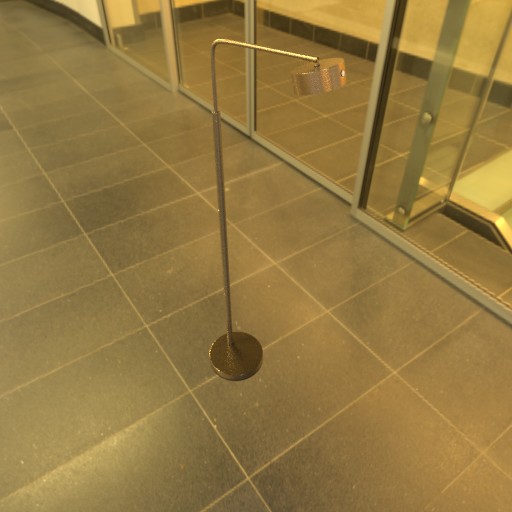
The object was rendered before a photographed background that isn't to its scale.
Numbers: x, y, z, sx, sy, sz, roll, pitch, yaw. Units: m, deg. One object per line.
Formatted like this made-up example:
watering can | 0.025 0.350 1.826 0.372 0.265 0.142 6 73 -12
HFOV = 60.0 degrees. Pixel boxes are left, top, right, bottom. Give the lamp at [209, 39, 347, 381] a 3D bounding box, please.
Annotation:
lamp | 0.000 0.000 1.393 0.418 1.230 0.219 25 47 26
